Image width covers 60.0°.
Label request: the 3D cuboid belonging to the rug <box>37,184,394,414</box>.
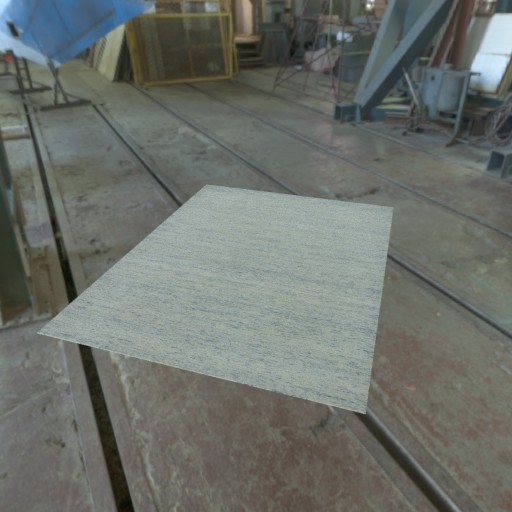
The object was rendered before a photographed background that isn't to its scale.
[{"bbox_3d":[0.000,0.000,4.334,2.438,0.006,3.197,9,32,15],"label":"rug"}]
